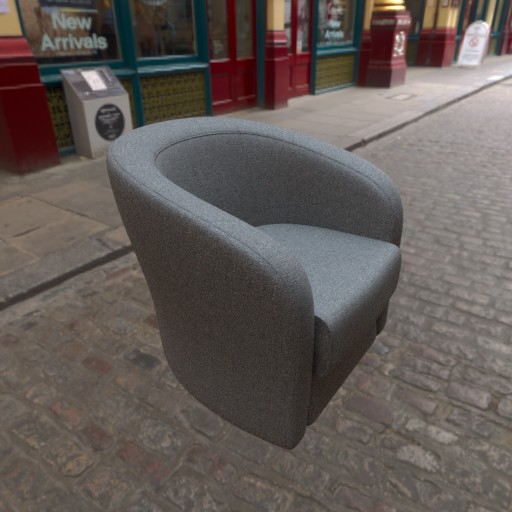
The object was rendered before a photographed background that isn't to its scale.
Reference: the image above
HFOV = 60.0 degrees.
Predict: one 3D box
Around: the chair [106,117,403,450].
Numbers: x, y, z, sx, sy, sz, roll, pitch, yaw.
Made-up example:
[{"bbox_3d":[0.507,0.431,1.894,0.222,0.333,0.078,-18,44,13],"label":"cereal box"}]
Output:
[{"bbox_3d":[0.000,0.000,1.433,0.815,0.771,0.791,18,32,31],"label":"chair"}]
